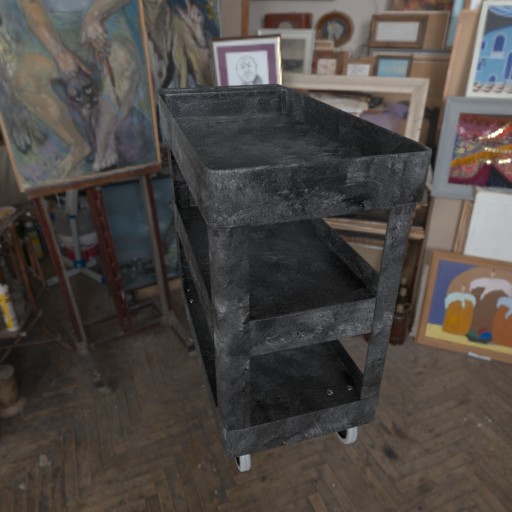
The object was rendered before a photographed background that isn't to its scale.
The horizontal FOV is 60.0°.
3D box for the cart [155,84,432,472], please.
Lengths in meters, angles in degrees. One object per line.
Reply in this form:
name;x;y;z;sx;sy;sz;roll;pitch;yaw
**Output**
cart;0.000;0.000;1.298;0.420;0.824;0.877;-8;30;-14
